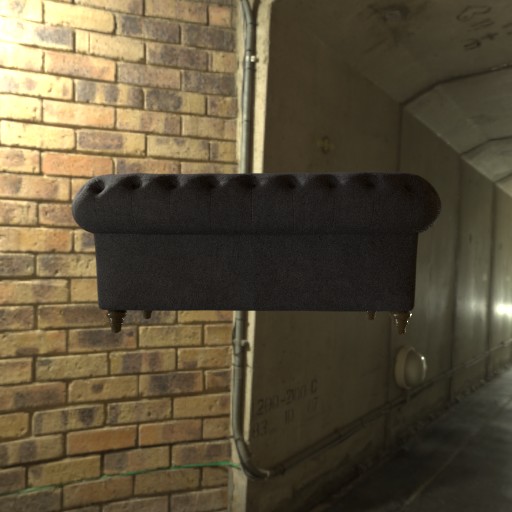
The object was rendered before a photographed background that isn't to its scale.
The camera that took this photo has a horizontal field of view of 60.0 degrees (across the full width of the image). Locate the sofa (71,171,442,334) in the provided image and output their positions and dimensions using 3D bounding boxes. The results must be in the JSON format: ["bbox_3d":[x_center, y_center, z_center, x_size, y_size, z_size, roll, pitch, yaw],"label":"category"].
[{"bbox_3d":[0.000,0.000,2.553,1.988,0.833,1.082,0,-1,2],"label":"sofa"}]
